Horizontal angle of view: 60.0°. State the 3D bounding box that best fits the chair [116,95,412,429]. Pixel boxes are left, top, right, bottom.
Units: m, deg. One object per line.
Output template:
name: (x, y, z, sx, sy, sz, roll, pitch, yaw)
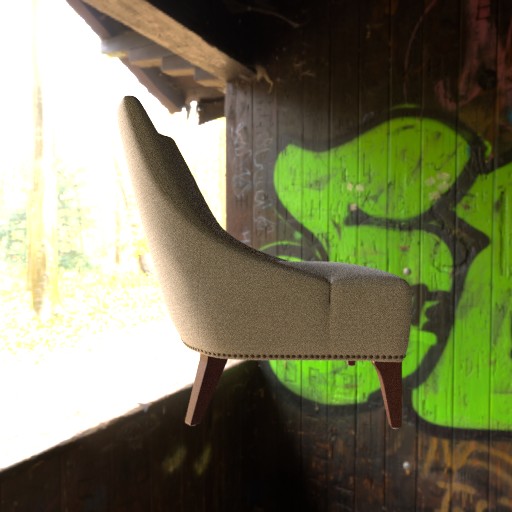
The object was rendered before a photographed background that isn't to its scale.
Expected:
chair: (0.000, 0.000, 1.491, 0.861, 0.909, 0.701, 0, 2, 1)
